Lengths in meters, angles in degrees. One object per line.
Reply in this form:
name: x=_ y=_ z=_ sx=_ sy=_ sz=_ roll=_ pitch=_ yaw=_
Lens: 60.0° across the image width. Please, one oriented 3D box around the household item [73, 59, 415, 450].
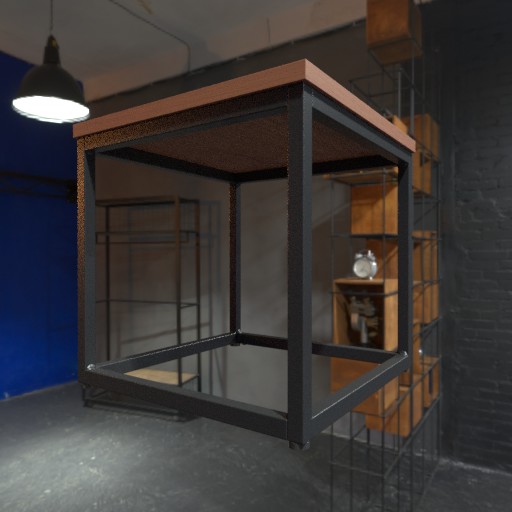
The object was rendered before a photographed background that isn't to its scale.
household item: x=0.000 y=0.000 z=0.725 sx=0.400 sy=0.400 sz=0.400 roll=0 pitch=0 yaw=35
